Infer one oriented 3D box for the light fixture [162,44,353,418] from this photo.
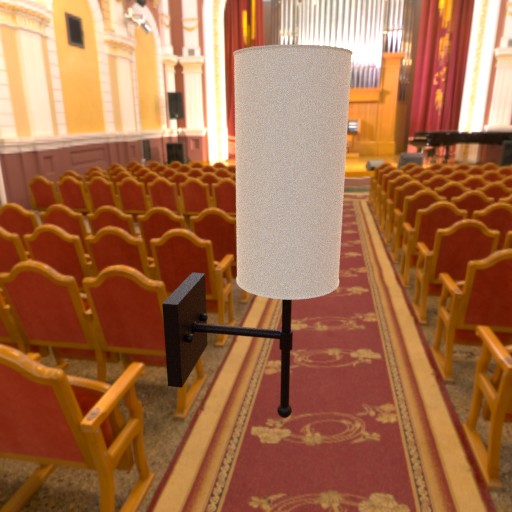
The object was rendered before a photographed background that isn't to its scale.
[{"bbox_3d":[0.000,0.000,0.554,0.208,0.462,0.128,3,18,10],"label":"light fixture"}]
